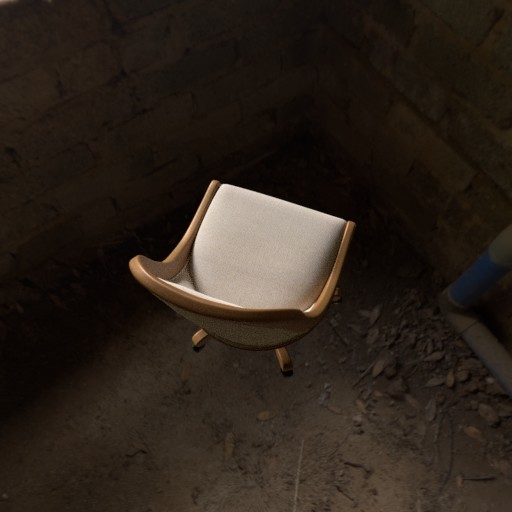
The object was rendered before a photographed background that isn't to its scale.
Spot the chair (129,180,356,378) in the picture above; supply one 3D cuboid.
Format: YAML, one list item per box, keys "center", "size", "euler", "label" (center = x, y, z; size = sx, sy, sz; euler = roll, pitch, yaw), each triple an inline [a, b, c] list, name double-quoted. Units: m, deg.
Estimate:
- center: [0.000, 0.000, 1.523]
  size: [0.702, 1.009, 0.811]
  euler: [18, 64, 9]
  label: "chair"
